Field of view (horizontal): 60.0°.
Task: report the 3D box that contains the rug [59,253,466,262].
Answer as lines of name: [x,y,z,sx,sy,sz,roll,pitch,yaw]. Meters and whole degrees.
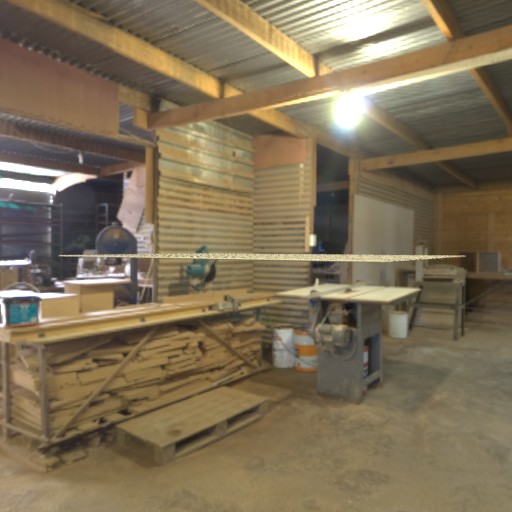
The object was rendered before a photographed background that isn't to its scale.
rug: [0.000,0.000,3.107,2.438,0.008,1.523,1,1,36]
